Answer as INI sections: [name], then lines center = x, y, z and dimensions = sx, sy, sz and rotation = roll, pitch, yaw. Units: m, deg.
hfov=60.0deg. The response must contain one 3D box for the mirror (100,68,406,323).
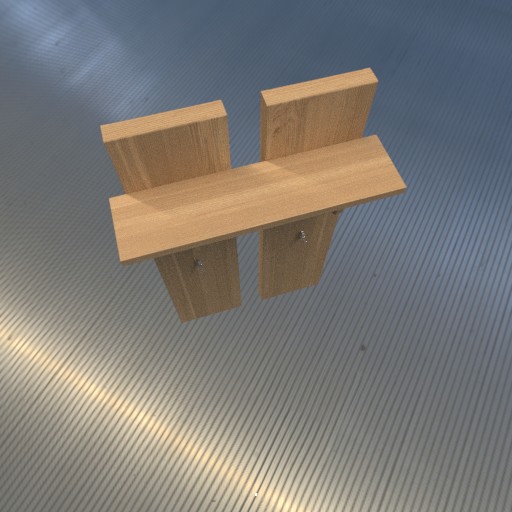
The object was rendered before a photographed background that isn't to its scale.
[mirror]
center = 0.000, 0.000, 1.609
dimensions = 0.800, 1.250, 0.260
rotation = -15, 63, -8
